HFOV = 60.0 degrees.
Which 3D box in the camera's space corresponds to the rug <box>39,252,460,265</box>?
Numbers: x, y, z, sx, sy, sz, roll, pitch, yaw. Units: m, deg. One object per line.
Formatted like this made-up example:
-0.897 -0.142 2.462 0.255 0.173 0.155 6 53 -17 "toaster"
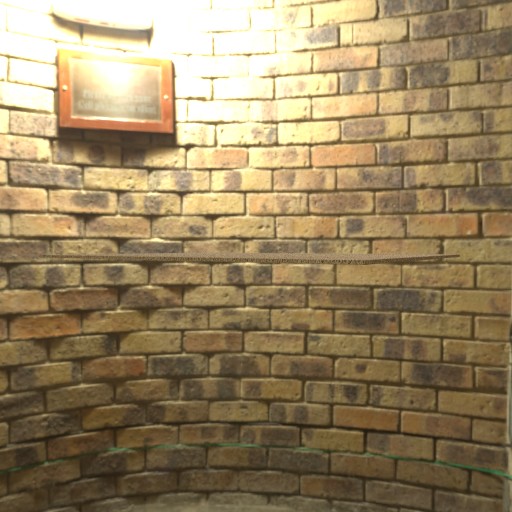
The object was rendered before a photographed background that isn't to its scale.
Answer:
0.000 0.000 4.041 3.000 0.025 2.400 1 1 35 "rug"
